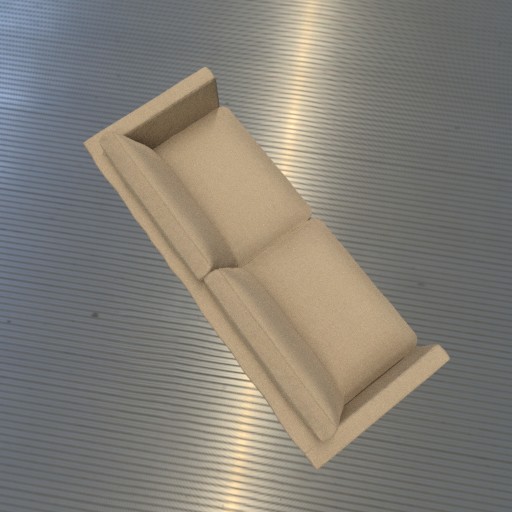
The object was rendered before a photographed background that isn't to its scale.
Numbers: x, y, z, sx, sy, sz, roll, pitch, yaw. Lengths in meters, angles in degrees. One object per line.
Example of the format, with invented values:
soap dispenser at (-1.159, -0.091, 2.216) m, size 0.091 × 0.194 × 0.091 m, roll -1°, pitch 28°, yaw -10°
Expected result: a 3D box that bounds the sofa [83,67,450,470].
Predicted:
sofa at (0.000, 0.000, 2.799) m, size 0.962 × 0.853 × 2.312 m, roll -36°, pitch 78°, yaw -9°
